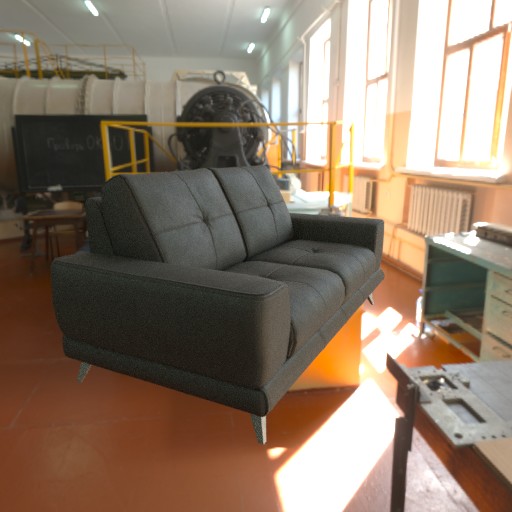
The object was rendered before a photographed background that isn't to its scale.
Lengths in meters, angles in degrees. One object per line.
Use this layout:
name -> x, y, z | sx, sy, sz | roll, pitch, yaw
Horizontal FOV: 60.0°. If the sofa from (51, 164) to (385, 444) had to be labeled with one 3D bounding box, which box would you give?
sofa -> 0.000, 0.000, 2.352 | 1.018, 0.907, 1.806 | 7, 15, 27
